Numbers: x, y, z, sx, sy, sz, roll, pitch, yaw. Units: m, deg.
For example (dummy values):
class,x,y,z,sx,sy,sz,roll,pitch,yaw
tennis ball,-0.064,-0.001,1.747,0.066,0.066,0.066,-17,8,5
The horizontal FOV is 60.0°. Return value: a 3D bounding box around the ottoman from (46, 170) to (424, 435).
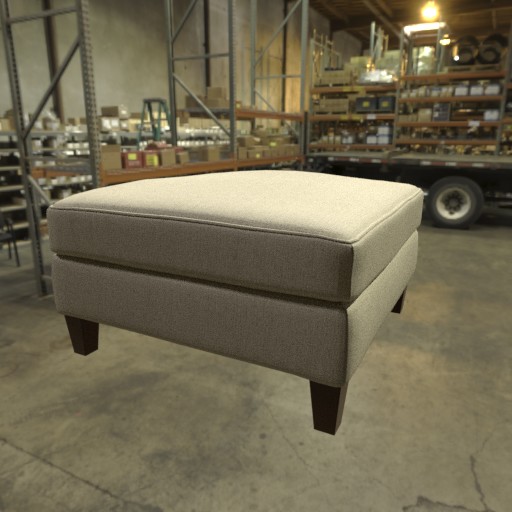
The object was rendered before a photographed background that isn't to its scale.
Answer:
class,x,y,z,sx,sy,sz,roll,pitch,yaw
ottoman,0.000,0.000,1.345,0.838,0.478,0.838,8,17,27
